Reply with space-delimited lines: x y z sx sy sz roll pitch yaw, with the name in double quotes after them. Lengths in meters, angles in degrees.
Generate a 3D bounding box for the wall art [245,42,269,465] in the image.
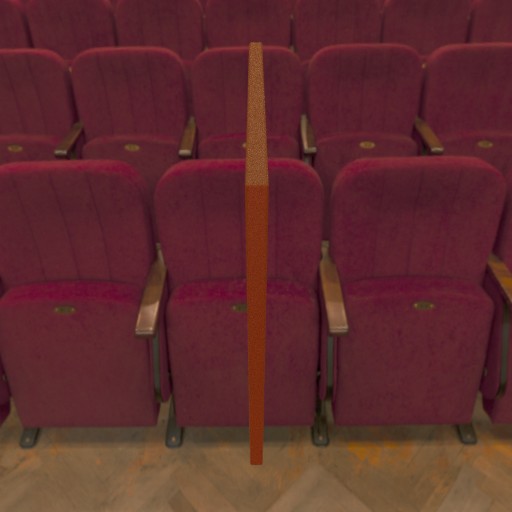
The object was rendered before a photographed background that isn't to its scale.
0.000 0.000 0.513 0.015 0.379 0.310 0 41 0 "wall art"
